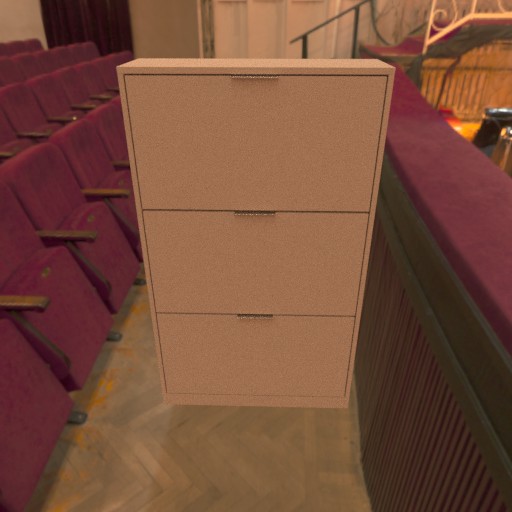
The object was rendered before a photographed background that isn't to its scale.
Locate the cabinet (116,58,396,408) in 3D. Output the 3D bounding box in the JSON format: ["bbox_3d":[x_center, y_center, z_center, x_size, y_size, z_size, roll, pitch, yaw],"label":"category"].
[{"bbox_3d":[0.000,0.000,1.595,0.750,1.280,0.250,1,29,1],"label":"cabinet"}]
